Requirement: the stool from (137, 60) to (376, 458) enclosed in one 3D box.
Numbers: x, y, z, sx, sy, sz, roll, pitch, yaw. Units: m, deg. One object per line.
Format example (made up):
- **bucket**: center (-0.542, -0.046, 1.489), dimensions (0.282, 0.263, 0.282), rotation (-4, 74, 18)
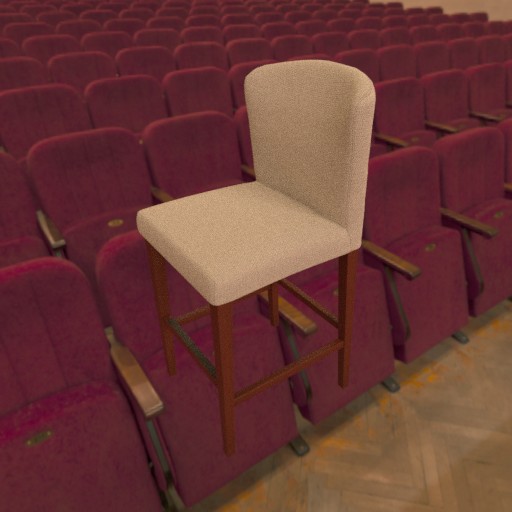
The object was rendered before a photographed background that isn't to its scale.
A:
- **stool**: center (0.000, 0.000, 1.371), dimensions (0.568, 1.069, 0.481), rotation (-20, 36, -29)
